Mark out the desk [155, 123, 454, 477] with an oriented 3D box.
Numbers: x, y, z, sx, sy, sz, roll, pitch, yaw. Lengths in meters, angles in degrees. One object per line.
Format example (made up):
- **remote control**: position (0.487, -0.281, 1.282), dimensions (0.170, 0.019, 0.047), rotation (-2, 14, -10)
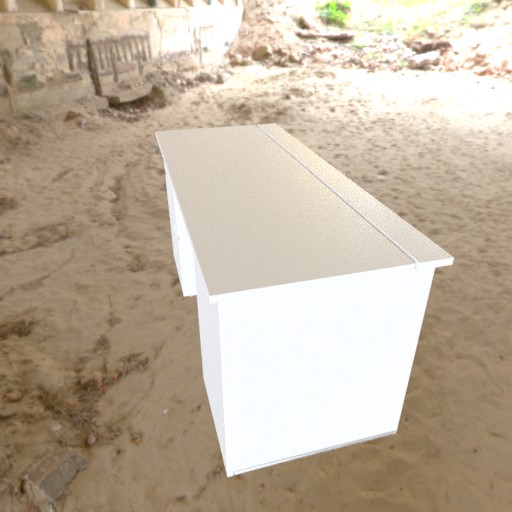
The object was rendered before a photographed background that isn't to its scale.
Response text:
- **desk**: position (0.000, 0.000, 1.968), dimensions (0.670, 0.760, 1.580), rotation (-8, 31, -14)
